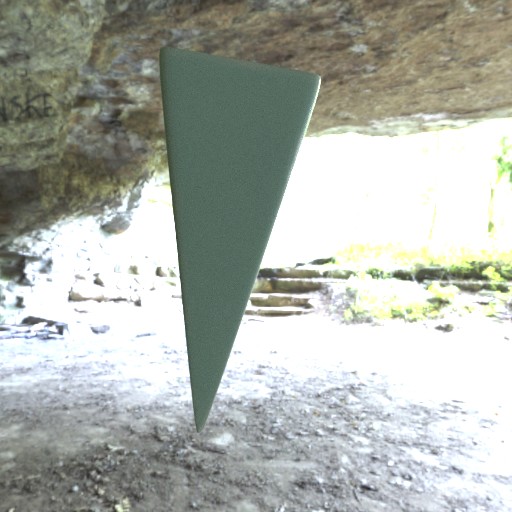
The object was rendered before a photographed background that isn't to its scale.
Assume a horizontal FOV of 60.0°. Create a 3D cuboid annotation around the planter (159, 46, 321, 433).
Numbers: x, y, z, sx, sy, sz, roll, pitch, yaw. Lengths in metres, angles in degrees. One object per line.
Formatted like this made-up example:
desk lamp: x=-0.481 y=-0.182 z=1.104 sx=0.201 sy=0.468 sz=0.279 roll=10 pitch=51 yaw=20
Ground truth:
planter: x=0.000 y=0.000 z=0.215 sx=0.064 sy=0.178 sz=0.080 roll=0 pitch=-1 yaw=19
